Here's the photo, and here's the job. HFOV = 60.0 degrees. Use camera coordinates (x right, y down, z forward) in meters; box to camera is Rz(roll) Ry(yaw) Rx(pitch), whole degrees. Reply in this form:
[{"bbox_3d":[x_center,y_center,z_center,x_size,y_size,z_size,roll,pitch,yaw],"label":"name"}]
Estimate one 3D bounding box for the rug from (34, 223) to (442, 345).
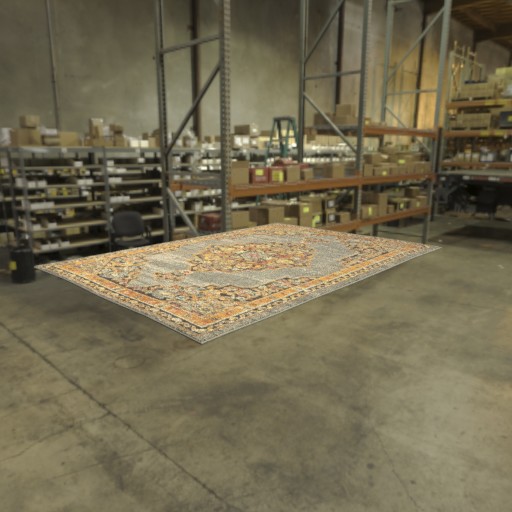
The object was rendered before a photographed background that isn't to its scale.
[{"bbox_3d":[0.000,0.000,3.999,2.158,0.024,3.063,12,18,42],"label":"rug"}]
